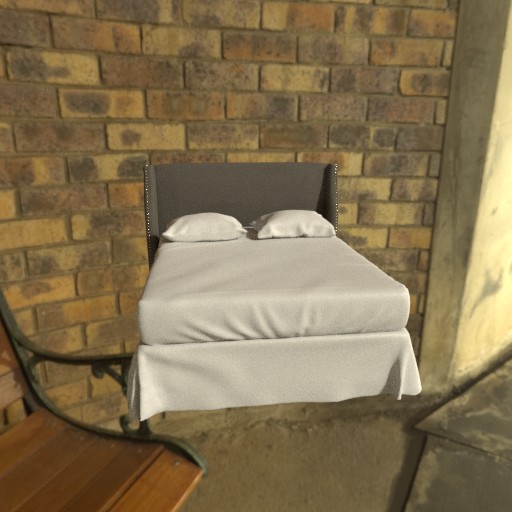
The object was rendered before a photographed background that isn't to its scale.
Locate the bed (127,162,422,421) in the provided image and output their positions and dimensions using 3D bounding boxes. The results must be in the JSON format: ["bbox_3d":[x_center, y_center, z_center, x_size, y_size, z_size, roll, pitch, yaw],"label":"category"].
[{"bbox_3d":[0.000,0.000,3.544,1.925,1.332,2.276,-2,16,-7],"label":"bed"}]
